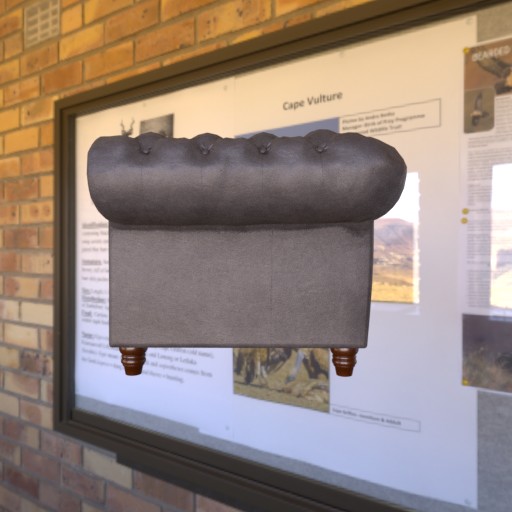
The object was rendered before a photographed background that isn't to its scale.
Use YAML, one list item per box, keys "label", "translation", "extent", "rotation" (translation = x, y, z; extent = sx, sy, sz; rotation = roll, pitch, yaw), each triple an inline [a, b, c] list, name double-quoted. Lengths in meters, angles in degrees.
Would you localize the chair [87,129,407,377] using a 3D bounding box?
- label: "chair"
  translation: [0.000, 0.000, 1.869]
  extent: [0.943, 0.780, 1.298]
  rotation: [0, 0, 1]
